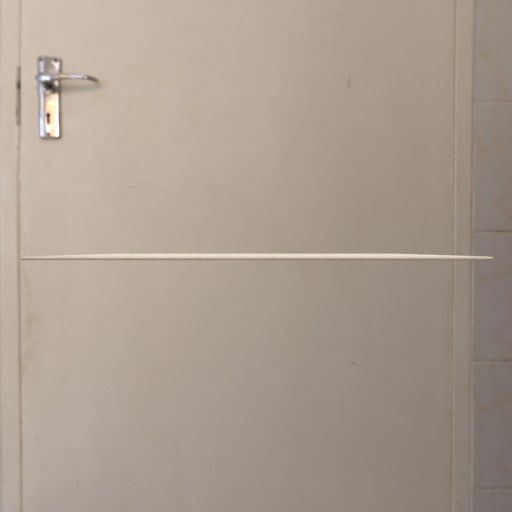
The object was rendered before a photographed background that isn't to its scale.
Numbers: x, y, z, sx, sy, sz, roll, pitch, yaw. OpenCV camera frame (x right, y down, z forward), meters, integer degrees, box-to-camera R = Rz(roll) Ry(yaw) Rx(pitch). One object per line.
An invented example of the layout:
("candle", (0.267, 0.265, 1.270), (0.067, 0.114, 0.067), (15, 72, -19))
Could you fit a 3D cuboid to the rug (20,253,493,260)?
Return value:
("rug", (0.000, 0.000, 2.320), (1.848, 0.014, 1.238), (0, 1, 0))
